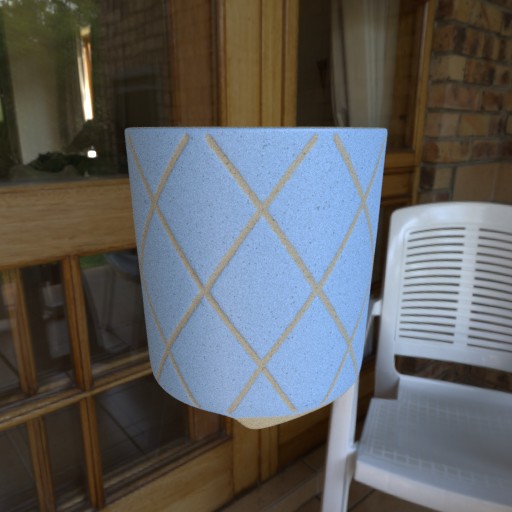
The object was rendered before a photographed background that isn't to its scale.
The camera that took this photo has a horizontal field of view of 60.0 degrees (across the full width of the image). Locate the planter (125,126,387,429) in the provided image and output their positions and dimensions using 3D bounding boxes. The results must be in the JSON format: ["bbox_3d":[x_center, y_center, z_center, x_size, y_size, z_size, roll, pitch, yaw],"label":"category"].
[{"bbox_3d":[0.000,0.000,0.360,0.191,0.200,0.191,0,16,0],"label":"planter"}]
